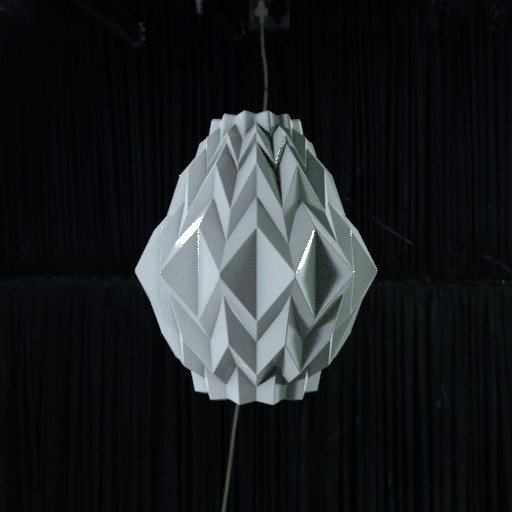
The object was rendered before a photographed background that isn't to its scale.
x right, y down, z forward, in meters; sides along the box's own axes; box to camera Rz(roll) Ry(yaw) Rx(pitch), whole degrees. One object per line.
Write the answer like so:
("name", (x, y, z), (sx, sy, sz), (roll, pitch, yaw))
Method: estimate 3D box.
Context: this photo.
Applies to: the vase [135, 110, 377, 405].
("vase", (0.000, 0.000, 0.313), (0.164, 0.185, 0.164), (0, 1, 0))
